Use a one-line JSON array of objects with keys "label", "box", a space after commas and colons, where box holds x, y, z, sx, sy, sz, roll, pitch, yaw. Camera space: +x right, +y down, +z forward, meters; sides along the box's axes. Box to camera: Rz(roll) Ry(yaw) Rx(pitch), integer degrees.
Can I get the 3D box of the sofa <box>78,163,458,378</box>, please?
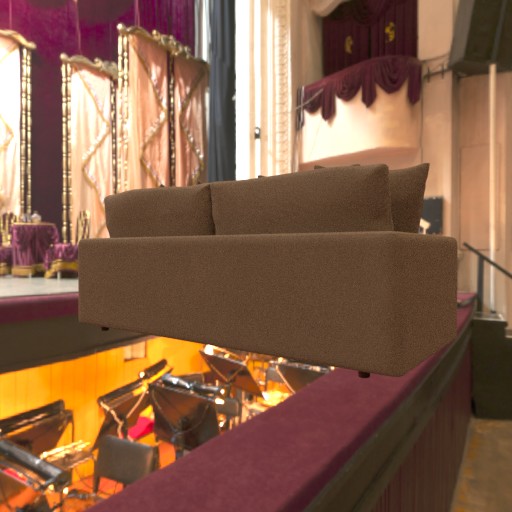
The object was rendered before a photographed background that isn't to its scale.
[{"label": "sofa", "box": [0.000, 0.000, 3.024, 2.380, 1.084, 1.228, 1, 1, 36]}]
